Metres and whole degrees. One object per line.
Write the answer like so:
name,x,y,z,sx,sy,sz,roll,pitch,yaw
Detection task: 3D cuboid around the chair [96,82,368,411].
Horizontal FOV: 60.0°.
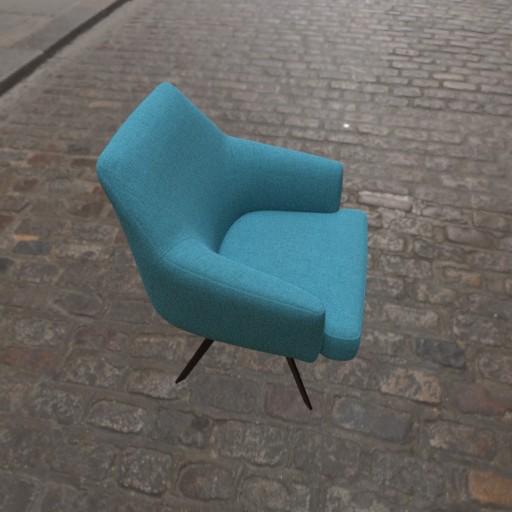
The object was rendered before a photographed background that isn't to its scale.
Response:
chair,0.000,0.000,1.368,0.677,0.874,0.642,9,46,8
